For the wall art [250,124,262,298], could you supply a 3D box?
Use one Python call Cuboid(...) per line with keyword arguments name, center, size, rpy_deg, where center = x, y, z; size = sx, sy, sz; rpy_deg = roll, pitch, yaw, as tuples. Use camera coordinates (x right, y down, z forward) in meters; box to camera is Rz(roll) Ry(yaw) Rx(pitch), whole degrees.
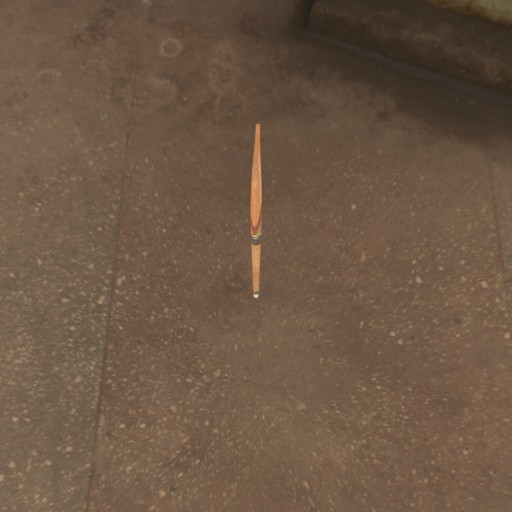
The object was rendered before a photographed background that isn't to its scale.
Cuboid(name="wall art", center=(0.000, 0.000, 1.657), size=(0.038, 1.556, 0.146), rpy_deg=(3, 74, 1))
